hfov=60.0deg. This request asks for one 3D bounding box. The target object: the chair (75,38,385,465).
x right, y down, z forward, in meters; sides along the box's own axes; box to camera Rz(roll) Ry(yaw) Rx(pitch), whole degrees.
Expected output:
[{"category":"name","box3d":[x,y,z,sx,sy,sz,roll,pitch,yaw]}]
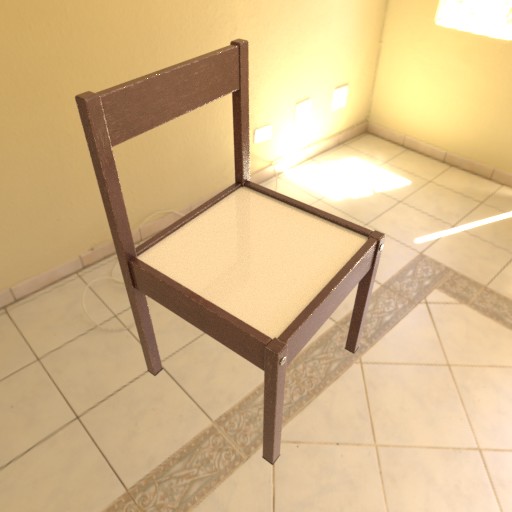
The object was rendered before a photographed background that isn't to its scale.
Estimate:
[{"category":"chair","box3d":[0.000,0.000,0.666,0.285,0.505,0.285,26,47,28]}]
